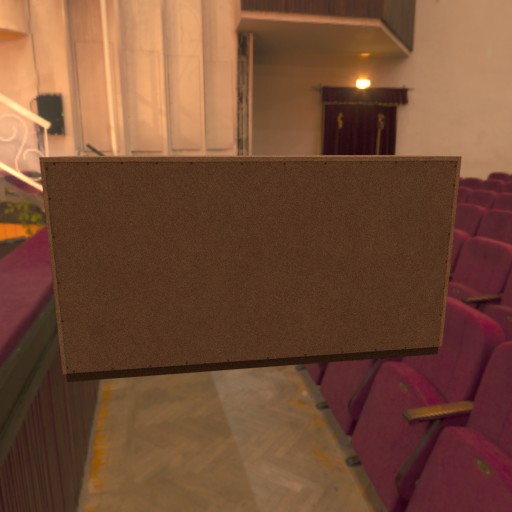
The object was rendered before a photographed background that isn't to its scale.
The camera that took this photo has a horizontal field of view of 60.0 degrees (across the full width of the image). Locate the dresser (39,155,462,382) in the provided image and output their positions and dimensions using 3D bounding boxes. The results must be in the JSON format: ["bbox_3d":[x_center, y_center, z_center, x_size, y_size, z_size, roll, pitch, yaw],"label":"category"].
[{"bbox_3d":[0.000,0.000,2.022,1.628,0.889,0.483,-2,14,-9],"label":"dresser"}]
